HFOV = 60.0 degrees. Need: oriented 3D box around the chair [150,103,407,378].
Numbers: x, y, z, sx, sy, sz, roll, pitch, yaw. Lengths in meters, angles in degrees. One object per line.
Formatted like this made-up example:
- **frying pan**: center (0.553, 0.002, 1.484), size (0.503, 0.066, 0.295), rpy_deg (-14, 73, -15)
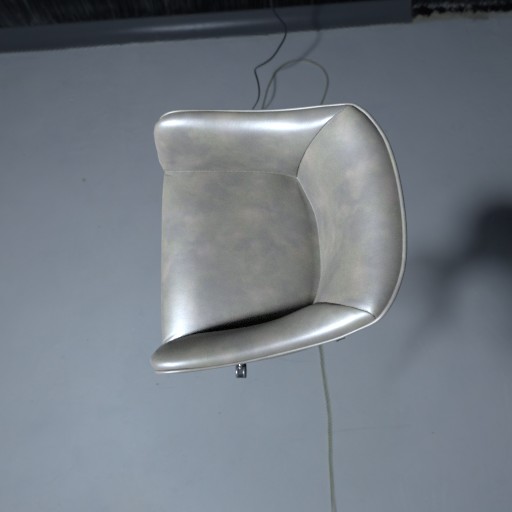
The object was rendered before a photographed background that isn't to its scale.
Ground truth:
- **chair**: center (0.000, 0.000, 1.353), size (0.689, 0.827, 0.713), rpy_deg (-3, 74, -1)
